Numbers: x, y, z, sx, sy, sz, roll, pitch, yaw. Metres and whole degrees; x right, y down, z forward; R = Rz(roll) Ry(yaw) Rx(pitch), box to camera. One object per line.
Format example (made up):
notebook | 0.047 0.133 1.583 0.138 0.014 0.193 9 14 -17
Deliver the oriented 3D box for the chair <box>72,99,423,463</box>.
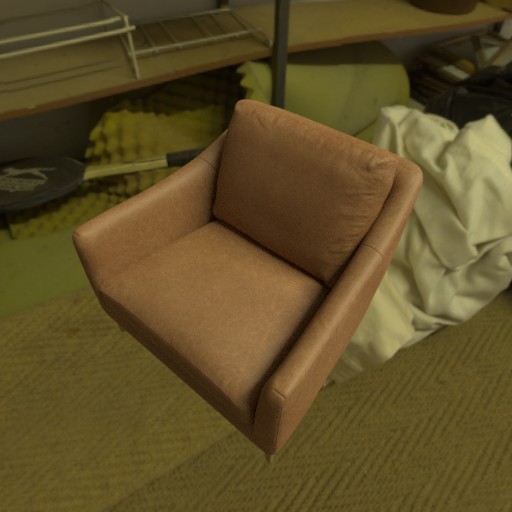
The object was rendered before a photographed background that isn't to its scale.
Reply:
chair | 0.000 0.000 1.710 0.988 0.895 0.963 32 53 28
